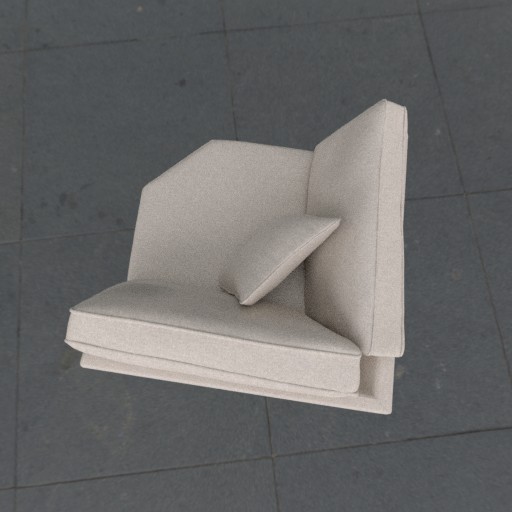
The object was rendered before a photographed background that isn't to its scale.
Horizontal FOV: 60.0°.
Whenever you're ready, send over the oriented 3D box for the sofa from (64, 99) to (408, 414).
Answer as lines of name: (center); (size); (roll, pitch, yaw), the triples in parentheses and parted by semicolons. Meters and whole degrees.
sofa: (0.000, 0.000, 1.829); (1.042, 0.937, 1.050); (8, 76, 2)
